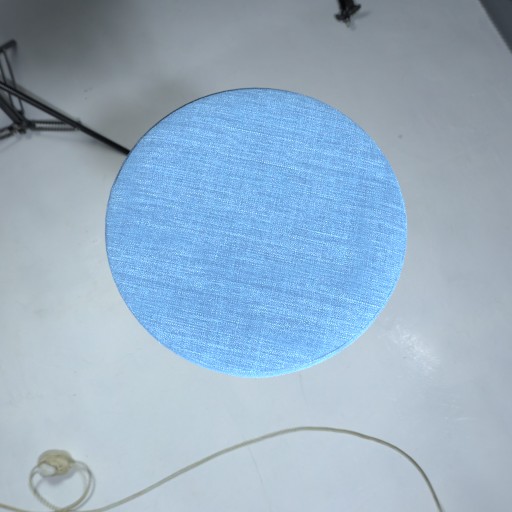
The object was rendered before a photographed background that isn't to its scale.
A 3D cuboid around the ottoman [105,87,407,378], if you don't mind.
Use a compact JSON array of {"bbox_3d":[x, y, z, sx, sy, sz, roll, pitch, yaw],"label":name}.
[{"bbox_3d":[0.000,0.000,0.751,0.398,0.406,0.398,0,75,0],"label":"ottoman"}]
